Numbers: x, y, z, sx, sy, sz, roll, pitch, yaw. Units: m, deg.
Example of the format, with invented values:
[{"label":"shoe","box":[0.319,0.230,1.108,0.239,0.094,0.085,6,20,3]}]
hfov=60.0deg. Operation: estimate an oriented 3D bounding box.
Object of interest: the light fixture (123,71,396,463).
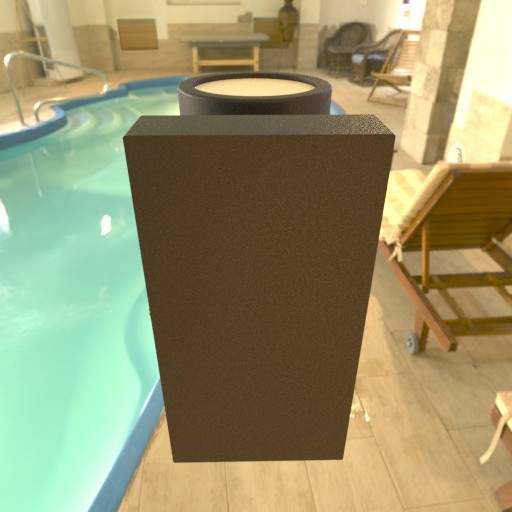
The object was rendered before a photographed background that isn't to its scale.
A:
[{"label":"light fixture","box":[0.000,0.000,0.255,0.098,0.179,0.138,-1,31,-1]}]
